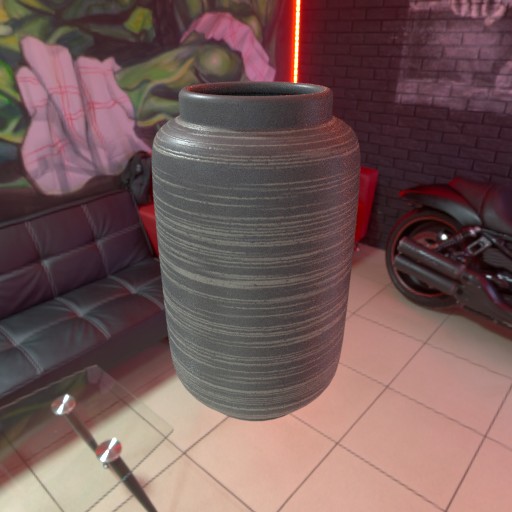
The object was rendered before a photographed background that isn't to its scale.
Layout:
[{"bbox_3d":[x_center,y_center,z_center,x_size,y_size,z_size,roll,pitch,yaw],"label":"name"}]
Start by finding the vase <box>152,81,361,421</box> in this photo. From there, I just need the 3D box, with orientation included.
[{"bbox_3d":[0.000,0.000,0.700,0.297,0.499,0.297,0,26,0],"label":"vase"}]
